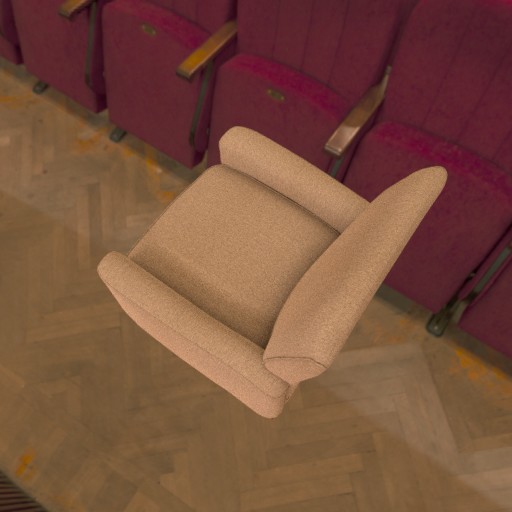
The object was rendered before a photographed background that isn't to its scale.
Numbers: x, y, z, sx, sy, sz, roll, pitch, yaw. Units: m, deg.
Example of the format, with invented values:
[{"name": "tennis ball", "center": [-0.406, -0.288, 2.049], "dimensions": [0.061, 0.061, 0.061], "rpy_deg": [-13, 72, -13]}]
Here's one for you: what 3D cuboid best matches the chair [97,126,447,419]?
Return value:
[{"name": "chair", "center": [0.000, 0.000, 1.627], "dimensions": [0.864, 1.014, 0.848], "rpy_deg": [32, 67, 15]}]
